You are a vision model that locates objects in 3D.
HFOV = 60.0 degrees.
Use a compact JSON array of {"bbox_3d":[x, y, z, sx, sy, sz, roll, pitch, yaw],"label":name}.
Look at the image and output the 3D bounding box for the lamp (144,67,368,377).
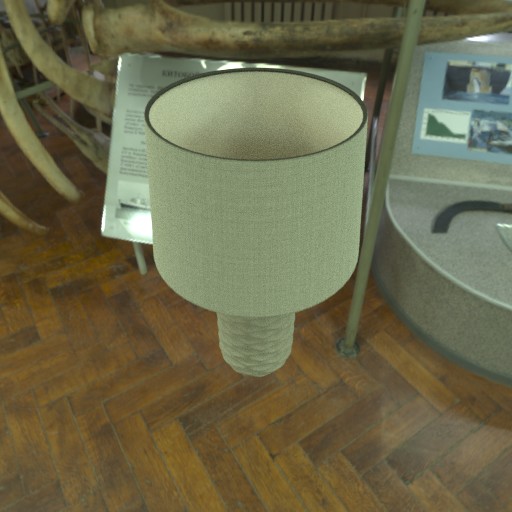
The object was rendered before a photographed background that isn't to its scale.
[{"bbox_3d":[0.000,0.000,0.850,0.376,0.594,0.376,0,42,0],"label":"lamp"}]
